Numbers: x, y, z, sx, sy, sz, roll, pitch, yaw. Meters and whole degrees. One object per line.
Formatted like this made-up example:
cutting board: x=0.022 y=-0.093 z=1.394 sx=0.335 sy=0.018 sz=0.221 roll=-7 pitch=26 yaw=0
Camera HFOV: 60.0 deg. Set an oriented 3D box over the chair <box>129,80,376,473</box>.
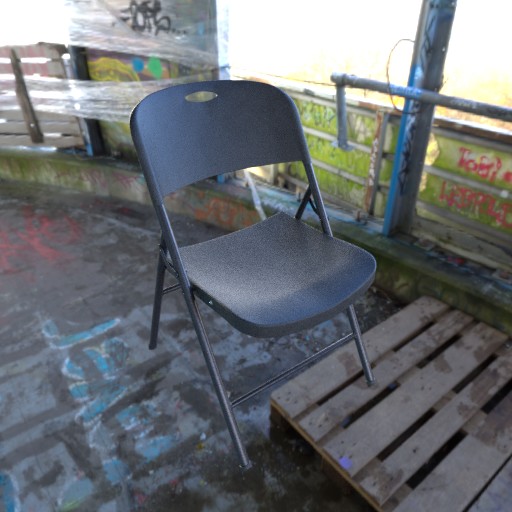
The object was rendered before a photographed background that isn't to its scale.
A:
chair: x=0.000 y=0.000 z=1.196 sx=0.494 sy=0.810 sz=0.567 roll=-21 pitch=37 yaw=-30
